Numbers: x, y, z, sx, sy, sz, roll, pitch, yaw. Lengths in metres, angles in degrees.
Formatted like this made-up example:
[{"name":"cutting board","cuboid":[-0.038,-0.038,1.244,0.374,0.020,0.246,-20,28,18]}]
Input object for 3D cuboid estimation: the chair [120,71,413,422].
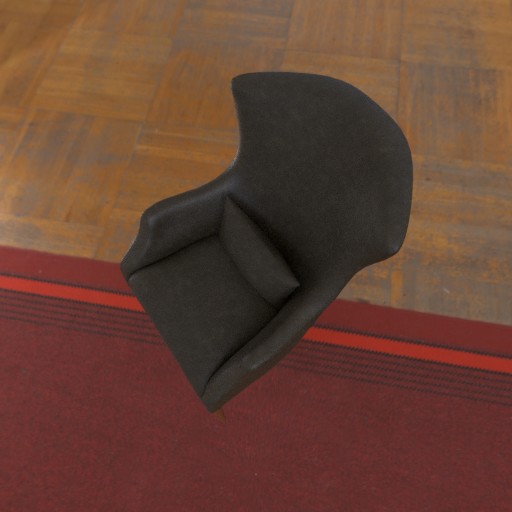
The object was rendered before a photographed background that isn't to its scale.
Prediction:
[{"name":"chair","cuboid":[0.000,0.000,1.757,0.954,1.068,0.819,-33,68,-15]}]
